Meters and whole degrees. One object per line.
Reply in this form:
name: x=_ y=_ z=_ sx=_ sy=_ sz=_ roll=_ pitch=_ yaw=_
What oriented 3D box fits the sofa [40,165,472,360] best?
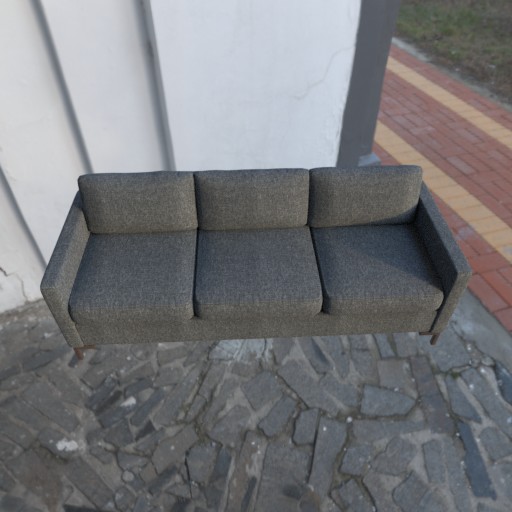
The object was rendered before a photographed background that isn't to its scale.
sofa: x=0.000 y=0.000 z=2.683 sx=2.218 sy=0.874 sz=0.859 roll=-2 pitch=45 yaw=-2
